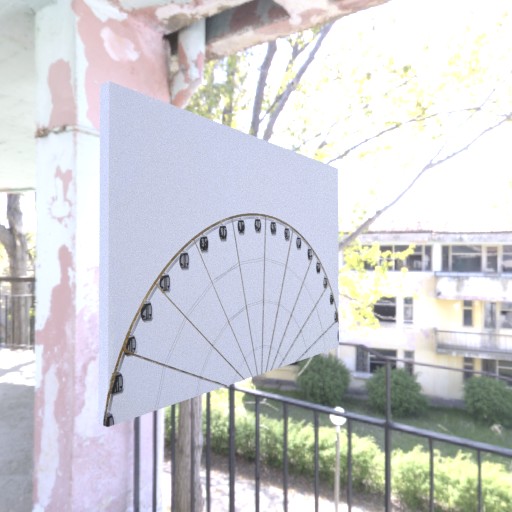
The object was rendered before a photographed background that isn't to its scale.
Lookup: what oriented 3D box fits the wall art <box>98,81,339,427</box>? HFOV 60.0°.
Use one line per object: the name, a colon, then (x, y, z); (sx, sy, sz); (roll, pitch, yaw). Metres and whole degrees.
wall art: (0.000, 0.000, 1.450); (0.038, 0.767, 1.144); (-1, -1, 37)
